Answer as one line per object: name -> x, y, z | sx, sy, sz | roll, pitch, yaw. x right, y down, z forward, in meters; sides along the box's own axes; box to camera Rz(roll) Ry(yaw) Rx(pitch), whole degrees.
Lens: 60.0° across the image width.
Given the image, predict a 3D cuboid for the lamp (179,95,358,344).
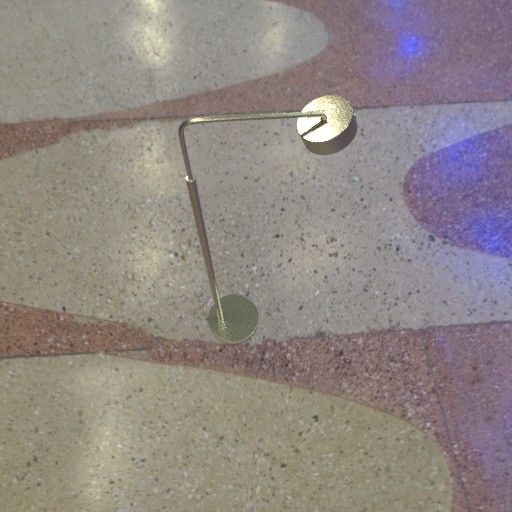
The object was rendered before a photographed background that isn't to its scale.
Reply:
lamp -> 0.000, 0.000, 1.436 | 0.421, 1.250, 0.222 | -3, 63, -2
